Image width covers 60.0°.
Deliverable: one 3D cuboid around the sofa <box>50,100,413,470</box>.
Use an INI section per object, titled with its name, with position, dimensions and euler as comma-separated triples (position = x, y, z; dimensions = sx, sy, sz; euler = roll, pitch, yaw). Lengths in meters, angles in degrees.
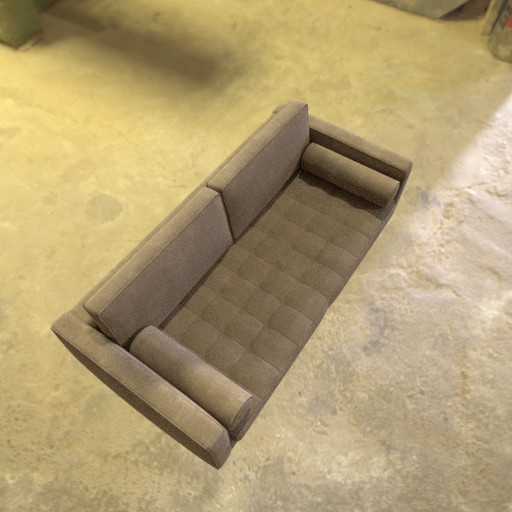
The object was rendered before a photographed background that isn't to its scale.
[sofa]
position = 0.000, 0.000, 2.338
dimensions = 0.920, 0.769, 1.883
euler = 30, 61, 18
